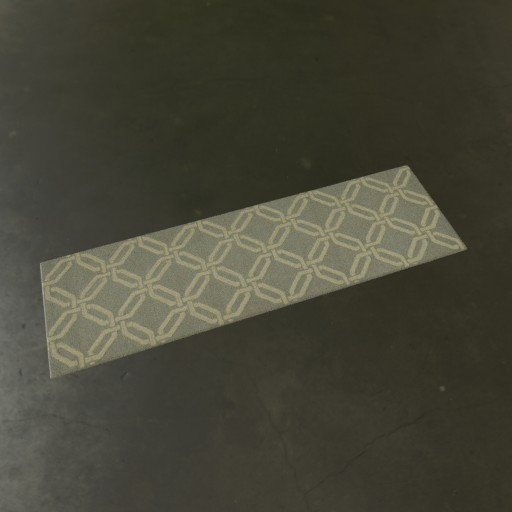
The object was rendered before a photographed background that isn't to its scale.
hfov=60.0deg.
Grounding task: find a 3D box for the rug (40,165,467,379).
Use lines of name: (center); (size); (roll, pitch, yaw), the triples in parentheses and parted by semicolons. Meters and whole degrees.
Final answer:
rug: (0.000, 0.000, 2.458); (2.276, 0.014, 0.678); (-16, 59, -10)
